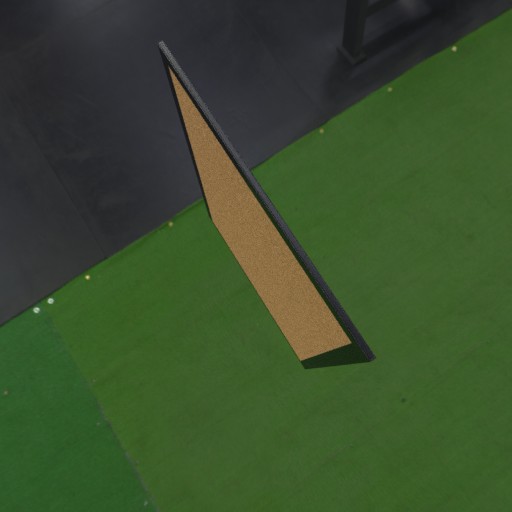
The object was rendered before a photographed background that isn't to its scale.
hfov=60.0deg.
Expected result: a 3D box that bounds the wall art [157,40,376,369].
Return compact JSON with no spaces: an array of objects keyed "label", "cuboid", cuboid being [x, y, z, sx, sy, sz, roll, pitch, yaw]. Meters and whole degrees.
[{"label":"wall art","cuboid":[0.000,0.000,1.249,0.013,0.967,0.707,-31,77,-8]}]
